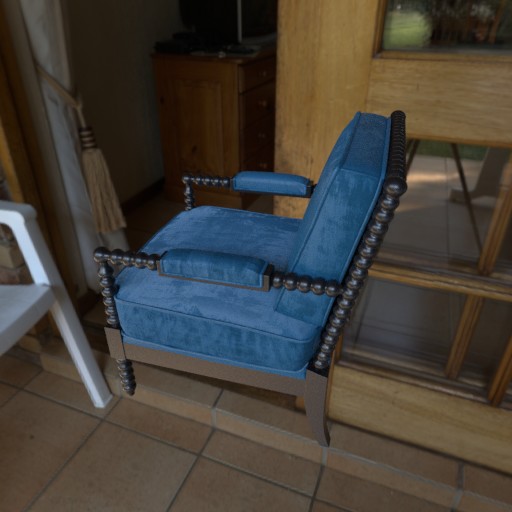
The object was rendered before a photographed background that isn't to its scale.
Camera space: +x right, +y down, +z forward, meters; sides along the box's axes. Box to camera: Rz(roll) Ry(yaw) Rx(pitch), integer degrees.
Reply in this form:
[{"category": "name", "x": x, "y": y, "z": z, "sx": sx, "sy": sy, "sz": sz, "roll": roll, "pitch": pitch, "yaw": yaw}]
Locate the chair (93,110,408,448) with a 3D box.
[{"category": "chair", "x": 0.000, "y": 0.000, "z": 1.438, "sx": 0.805, "sy": 0.857, "sz": 0.688, "roll": 8, "pitch": 32, "yaw": 14}]
